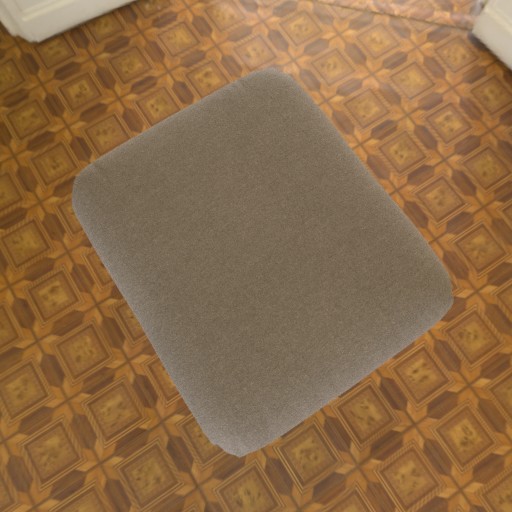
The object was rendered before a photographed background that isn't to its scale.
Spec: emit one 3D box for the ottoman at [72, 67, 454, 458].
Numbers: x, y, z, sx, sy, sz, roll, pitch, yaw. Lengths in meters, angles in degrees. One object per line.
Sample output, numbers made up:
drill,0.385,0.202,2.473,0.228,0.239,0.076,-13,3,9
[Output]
ottoman,0.000,0.000,1.121,0.622,0.450,0.747,-33,77,-8
